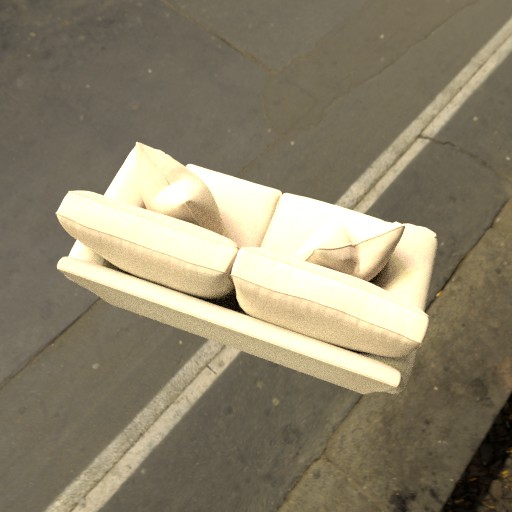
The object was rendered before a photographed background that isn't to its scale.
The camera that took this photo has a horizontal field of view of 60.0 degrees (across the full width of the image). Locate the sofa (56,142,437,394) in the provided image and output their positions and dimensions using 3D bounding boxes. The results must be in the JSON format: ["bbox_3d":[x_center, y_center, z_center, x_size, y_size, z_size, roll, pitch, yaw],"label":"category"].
[{"bbox_3d":[0.000,0.000,2.288,1.701,0.966,0.966,18,65,8],"label":"sofa"}]
